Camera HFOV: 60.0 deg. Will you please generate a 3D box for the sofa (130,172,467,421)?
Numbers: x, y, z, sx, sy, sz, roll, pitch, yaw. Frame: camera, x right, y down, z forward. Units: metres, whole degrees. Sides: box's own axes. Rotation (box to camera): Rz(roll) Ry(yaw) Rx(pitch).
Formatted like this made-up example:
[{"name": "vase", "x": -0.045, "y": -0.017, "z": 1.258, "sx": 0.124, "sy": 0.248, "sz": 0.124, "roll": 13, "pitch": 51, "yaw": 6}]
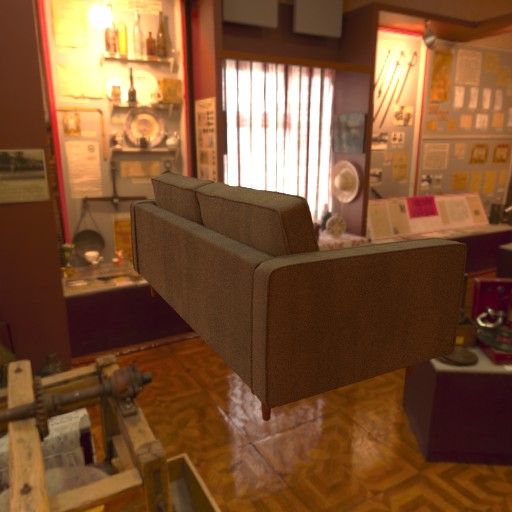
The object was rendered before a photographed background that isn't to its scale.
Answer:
[{"name": "sofa", "x": 0.000, "y": 0.000, "z": 2.397, "sx": 0.924, "sy": 0.825, "sz": 1.920, "roll": -7, "pitch": 16, "yaw": -27}]
